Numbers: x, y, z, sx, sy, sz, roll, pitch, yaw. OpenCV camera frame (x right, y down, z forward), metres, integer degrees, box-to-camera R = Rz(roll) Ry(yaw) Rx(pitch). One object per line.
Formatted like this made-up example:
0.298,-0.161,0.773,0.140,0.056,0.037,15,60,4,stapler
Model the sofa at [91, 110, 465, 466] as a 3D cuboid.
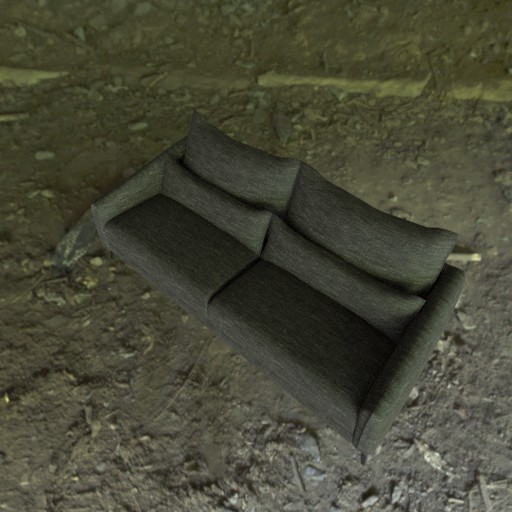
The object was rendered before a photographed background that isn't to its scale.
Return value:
0.000,0.000,2.392,2.019,0.843,0.807,33,53,29,sofa
